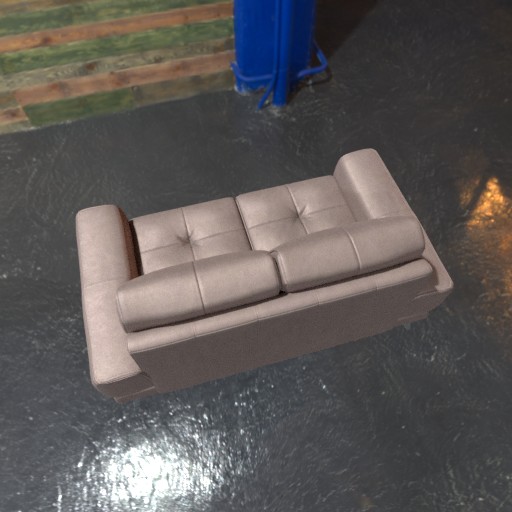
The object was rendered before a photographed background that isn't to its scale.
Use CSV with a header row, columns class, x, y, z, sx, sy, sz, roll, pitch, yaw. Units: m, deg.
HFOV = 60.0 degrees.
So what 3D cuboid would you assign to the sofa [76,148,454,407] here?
class,x,y,z,sx,sy,sz,roll,pitch,yaw
sofa,0.000,0.000,2.367,1.806,0.907,1.018,-14,59,-8
